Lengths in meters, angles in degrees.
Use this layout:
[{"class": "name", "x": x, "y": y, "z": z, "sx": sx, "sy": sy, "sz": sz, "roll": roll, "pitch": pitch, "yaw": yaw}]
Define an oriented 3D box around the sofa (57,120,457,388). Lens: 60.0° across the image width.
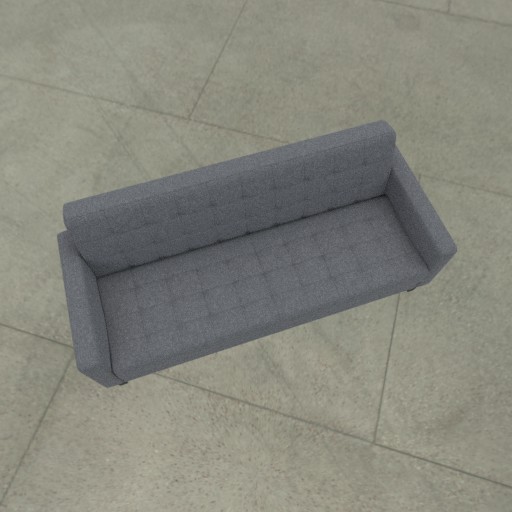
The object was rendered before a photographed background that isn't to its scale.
[{"class": "sofa", "x": 0.000, "y": 0.000, "z": 2.522, "sx": 2.040, "sy": 0.850, "sz": 0.810, "roll": -17, "pitch": 65, "yaw": -8}]
